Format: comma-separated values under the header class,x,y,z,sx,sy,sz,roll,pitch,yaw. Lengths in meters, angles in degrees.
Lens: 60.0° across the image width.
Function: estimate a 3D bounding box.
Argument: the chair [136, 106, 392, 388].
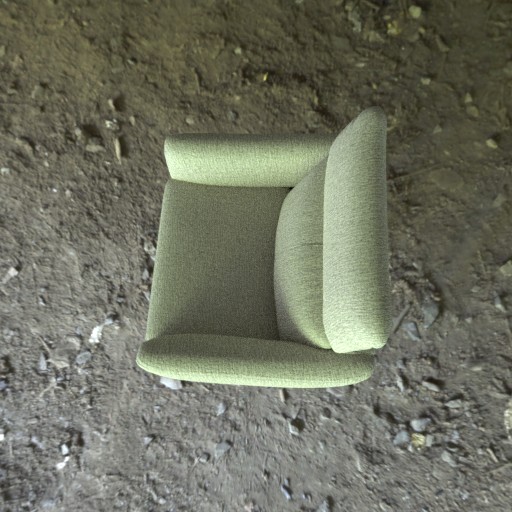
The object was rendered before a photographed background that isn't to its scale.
class,x,y,z,sx,sy,sz,roll,pitch,yaw
chair,0.000,0.000,1.732,0.835,0.967,0.972,3,73,1
